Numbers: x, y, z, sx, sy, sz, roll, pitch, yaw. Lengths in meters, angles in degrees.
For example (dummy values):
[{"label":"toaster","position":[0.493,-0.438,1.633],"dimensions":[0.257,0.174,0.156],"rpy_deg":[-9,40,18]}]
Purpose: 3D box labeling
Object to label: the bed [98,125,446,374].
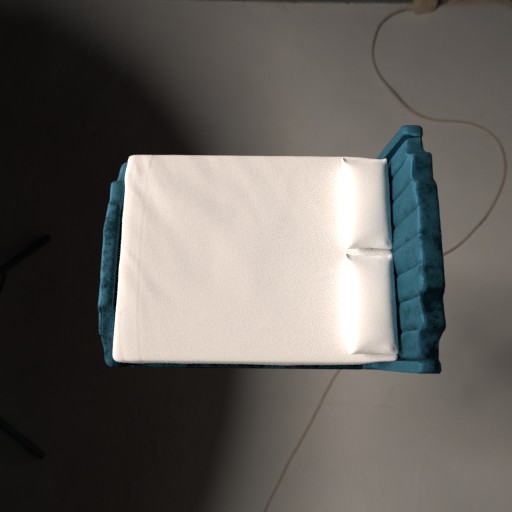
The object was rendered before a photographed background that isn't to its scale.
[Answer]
[{"label":"bed","position":[0.000,0.000,3.365],"dimensions":[2.322,1.338,1.678],"rpy_deg":[1,77,0]}]
